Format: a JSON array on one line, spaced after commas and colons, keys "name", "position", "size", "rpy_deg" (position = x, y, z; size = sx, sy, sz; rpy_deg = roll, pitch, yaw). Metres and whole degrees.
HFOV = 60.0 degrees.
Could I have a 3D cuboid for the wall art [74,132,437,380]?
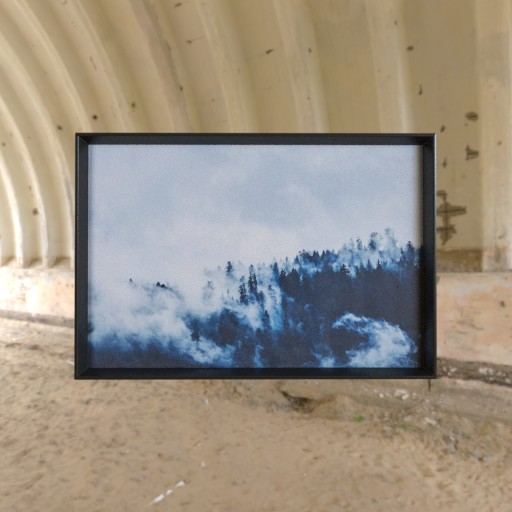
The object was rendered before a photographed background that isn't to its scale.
[{"name": "wall art", "position": [0.000, 0.000, 1.178], "size": [0.939, 0.640, 0.058], "rpy_deg": [0, -1, 0]}]
